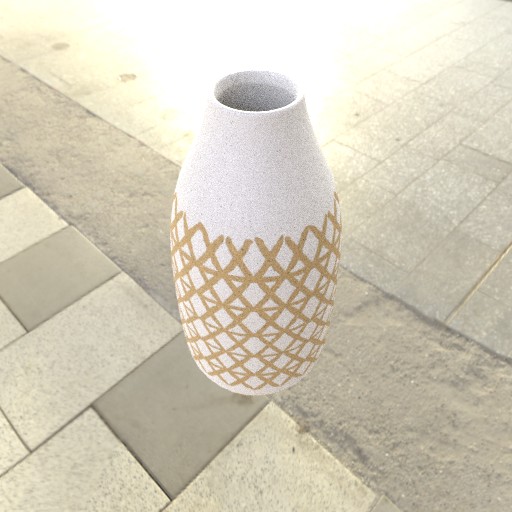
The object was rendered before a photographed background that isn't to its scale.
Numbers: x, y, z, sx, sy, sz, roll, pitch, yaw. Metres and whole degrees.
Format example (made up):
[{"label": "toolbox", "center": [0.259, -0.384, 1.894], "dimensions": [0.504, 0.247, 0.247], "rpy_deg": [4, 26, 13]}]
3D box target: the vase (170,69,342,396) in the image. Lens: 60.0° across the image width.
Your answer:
[{"label": "vase", "center": [0.000, 0.000, 0.485], "dimensions": [0.186, 0.380, 0.186], "rpy_deg": [0, 47, 0]}]
